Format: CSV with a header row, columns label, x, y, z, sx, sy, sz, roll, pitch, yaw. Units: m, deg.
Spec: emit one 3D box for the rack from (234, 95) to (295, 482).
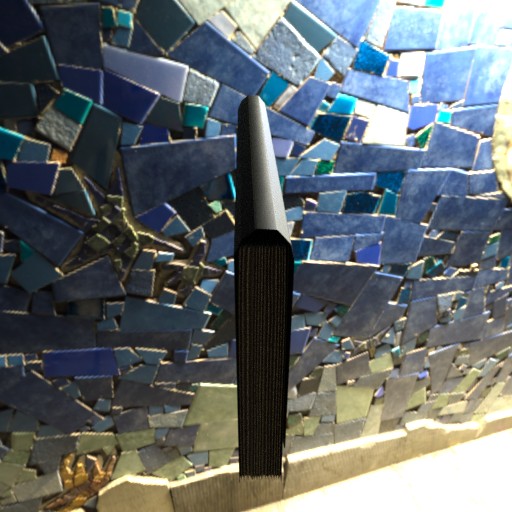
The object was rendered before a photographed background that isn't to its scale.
label,x,y,z,sx,sy,sz,roll,pitch,yaw
rack,0.000,0.000,0.446,0.041,0.241,0.330,-1,32,-1
